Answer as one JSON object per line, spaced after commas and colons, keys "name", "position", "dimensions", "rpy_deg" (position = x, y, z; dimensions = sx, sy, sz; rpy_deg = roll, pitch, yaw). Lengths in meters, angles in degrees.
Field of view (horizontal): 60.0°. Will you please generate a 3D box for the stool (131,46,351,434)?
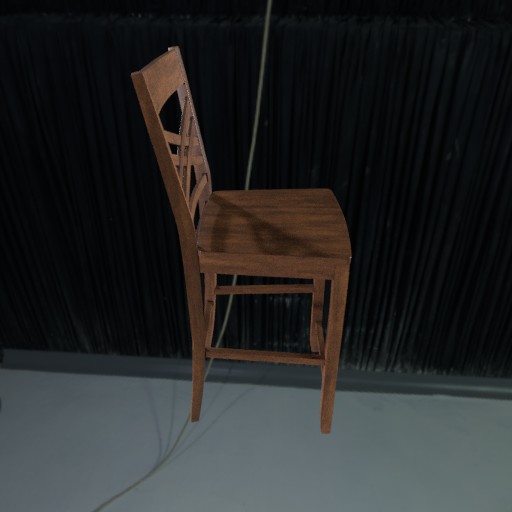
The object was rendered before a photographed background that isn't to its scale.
{"name": "stool", "position": [0.000, 0.000, 1.329], "dimensions": [0.504, 1.098, 0.426], "rpy_deg": [1, 32, 1]}
